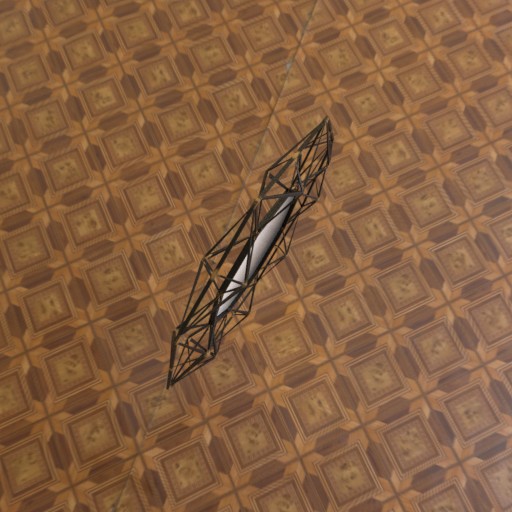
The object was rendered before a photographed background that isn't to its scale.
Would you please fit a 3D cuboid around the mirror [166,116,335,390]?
[{"bbox_3d":[0.000,0.000,1.033,0.094,0.710,0.710,32,78,7],"label":"mirror"}]
